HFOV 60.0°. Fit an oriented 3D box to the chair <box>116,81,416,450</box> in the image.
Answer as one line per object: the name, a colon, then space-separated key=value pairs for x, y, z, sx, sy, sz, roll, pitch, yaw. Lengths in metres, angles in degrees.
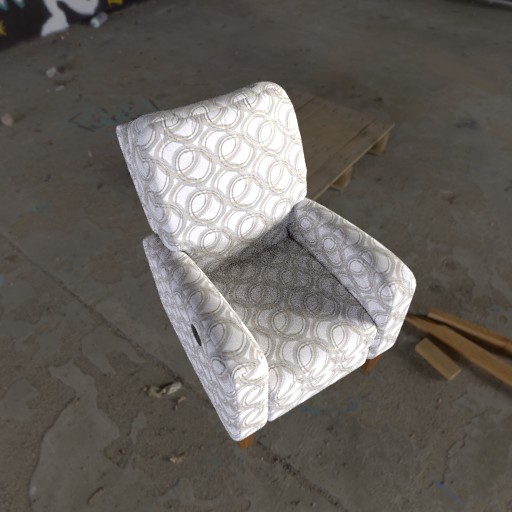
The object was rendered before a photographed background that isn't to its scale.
chair: x=0.000 y=0.000 z=1.798 sx=0.796 sy=1.065 sz=0.995 roll=-24 pitch=51 yaw=-21
